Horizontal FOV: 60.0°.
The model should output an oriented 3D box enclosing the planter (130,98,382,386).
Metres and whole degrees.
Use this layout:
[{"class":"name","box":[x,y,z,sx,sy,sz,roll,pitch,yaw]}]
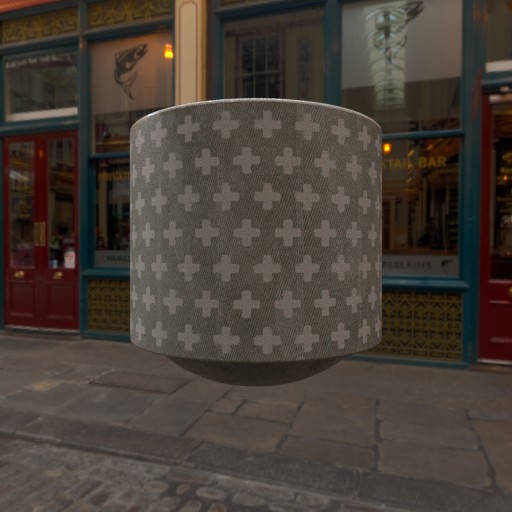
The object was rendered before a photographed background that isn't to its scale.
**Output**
[{"class":"planter","box":[0.000,0.000,0.458,0.250,0.239,0.250,0,0,0]}]
